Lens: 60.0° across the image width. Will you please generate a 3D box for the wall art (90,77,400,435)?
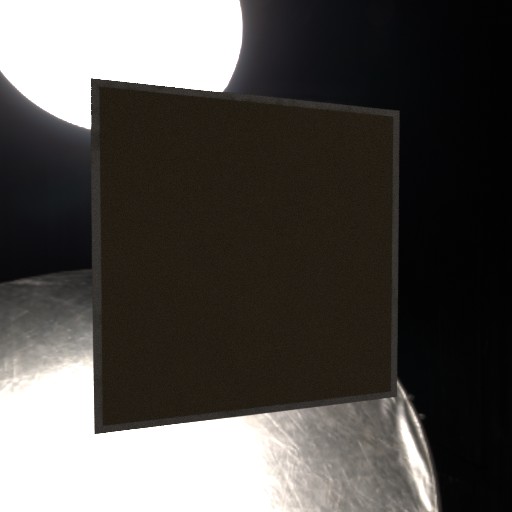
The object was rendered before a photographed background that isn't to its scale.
[{"bbox_3d":[0.000,0.000,0.441,0.305,0.303,0.038,-1,2,-18],"label":"wall art"}]
